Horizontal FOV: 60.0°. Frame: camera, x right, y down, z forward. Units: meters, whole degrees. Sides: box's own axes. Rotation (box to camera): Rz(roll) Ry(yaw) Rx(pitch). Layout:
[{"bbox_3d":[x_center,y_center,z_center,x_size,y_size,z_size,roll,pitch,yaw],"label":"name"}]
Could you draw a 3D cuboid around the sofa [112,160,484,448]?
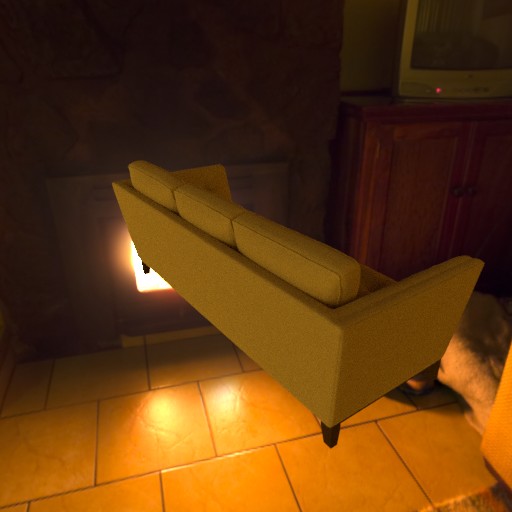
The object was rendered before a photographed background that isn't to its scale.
[{"bbox_3d":[0.000,0.000,2.838,0.965,0.940,2.388,-17,30,-32],"label":"sofa"}]
